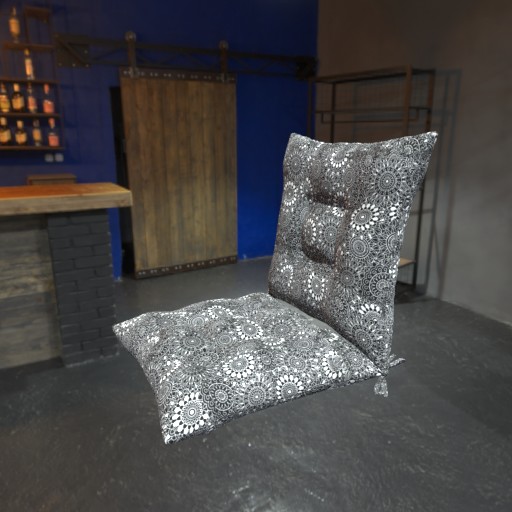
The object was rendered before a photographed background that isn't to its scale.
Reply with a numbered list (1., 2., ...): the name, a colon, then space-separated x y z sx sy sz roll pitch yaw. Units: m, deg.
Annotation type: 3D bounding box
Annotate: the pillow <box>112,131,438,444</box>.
1. pillow: 0.000 0.000 0.994 0.585 0.536 0.541 -8 17 -26
